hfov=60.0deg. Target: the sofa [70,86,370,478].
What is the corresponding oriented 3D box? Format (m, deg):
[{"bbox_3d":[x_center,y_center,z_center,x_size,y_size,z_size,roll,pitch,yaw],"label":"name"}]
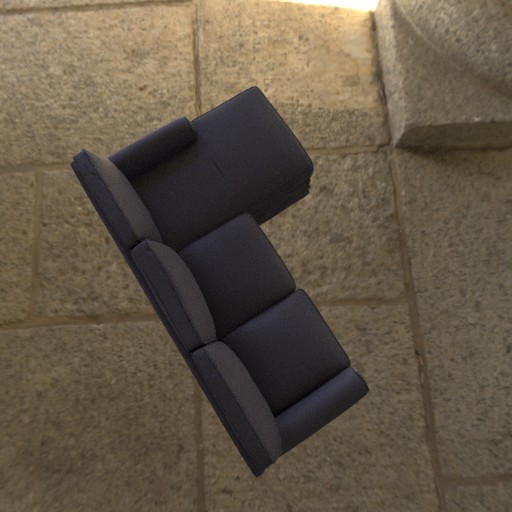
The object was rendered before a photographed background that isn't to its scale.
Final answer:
[{"bbox_3d":[0.000,0.000,3.351,1.637,1.039,2.518,-32,78,-7],"label":"sofa"}]
